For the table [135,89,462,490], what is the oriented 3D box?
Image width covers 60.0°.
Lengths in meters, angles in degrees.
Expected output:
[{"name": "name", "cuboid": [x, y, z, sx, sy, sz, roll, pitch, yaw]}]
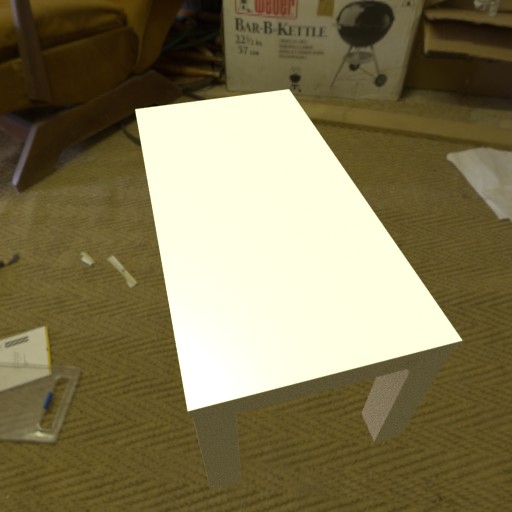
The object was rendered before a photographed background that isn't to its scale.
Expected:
[{"name": "table", "cuboid": [0.000, 0.000, 2.239, 0.900, 0.790, 1.800, -11, 48, -10]}]
